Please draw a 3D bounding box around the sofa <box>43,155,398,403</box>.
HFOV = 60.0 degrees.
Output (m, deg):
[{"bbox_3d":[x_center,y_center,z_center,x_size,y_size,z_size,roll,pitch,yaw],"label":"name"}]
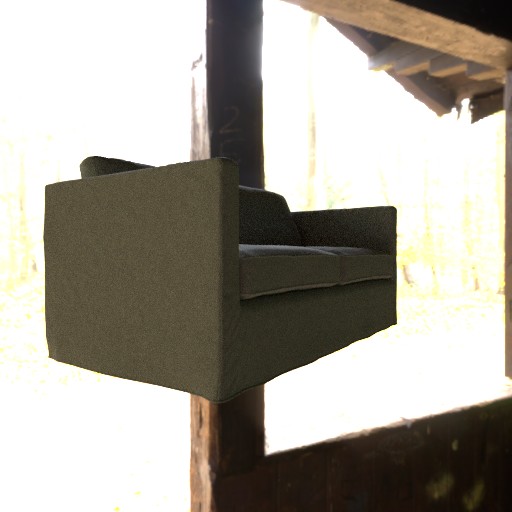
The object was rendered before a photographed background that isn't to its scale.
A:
[{"bbox_3d":[0.000,0.000,2.223,0.944,0.830,1.727,0,0,34],"label":"sofa"}]
